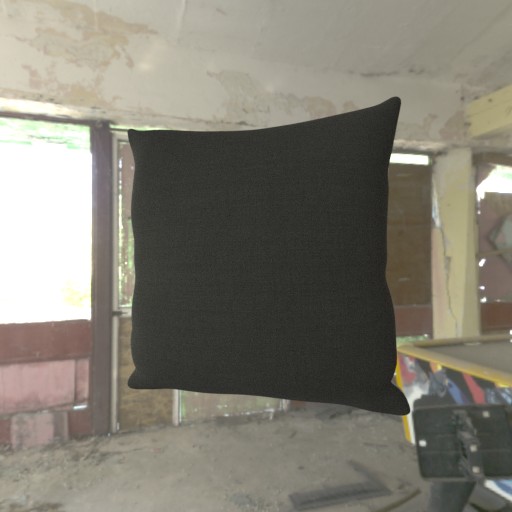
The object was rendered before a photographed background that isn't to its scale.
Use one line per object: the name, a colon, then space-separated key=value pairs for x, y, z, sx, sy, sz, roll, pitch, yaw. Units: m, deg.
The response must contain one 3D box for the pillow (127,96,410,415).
pillow: x=0.000 y=0.000 z=0.767 sx=0.503 sy=0.496 sz=0.208 roll=0 pitch=-1 yaw=17
